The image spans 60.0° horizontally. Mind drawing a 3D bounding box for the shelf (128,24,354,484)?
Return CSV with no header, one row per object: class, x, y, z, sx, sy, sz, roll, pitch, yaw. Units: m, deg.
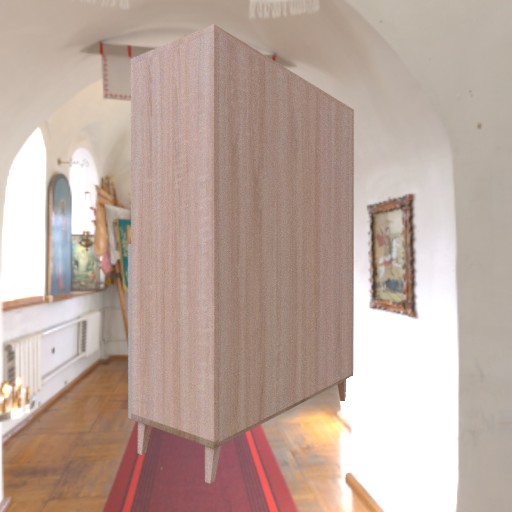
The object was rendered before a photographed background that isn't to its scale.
shelf,0.000,0.000,1.865,0.434,1.405,0.995,0,0,37
